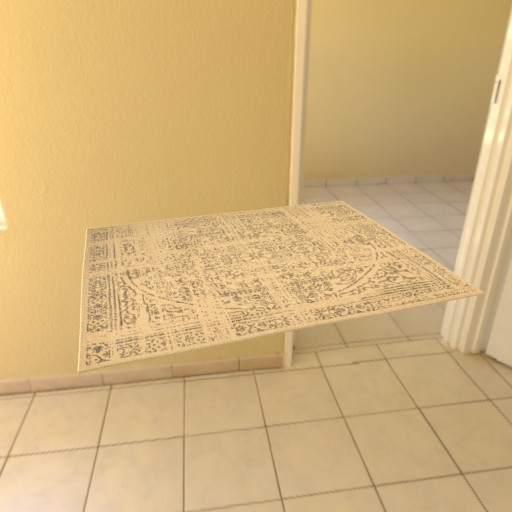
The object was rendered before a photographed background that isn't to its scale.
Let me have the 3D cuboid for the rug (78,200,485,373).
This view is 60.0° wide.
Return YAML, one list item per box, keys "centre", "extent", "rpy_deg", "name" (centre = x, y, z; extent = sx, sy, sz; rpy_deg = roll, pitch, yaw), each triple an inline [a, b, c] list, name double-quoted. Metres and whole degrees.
- centre: [0.000, 0.000, 3.937]
  extent: [2.921, 0.032, 2.311]
  rpy_deg: [-8, 27, -16]
  name: "rug"
